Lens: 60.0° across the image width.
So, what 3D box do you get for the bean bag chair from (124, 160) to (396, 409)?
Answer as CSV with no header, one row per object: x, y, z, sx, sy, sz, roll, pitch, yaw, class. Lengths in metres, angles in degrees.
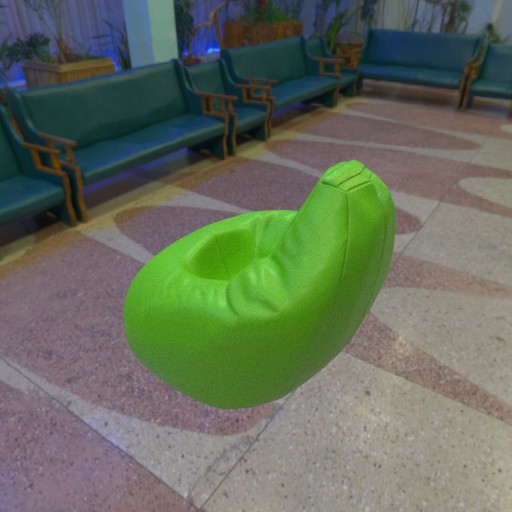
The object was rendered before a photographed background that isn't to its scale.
0.000,0.000,1.883,1.070,0.990,1.070,23,39,31,bean bag chair
